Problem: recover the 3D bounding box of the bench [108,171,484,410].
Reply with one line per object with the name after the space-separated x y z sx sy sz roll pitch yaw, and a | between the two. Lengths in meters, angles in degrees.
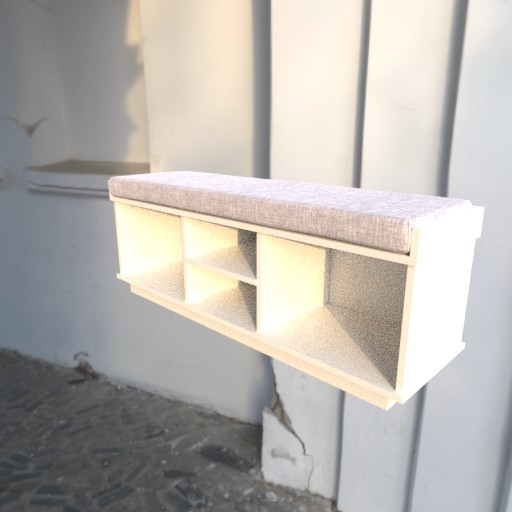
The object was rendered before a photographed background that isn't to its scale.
0.000 0.000 1.409 1.196 0.453 0.363 15 22 42 | bench
